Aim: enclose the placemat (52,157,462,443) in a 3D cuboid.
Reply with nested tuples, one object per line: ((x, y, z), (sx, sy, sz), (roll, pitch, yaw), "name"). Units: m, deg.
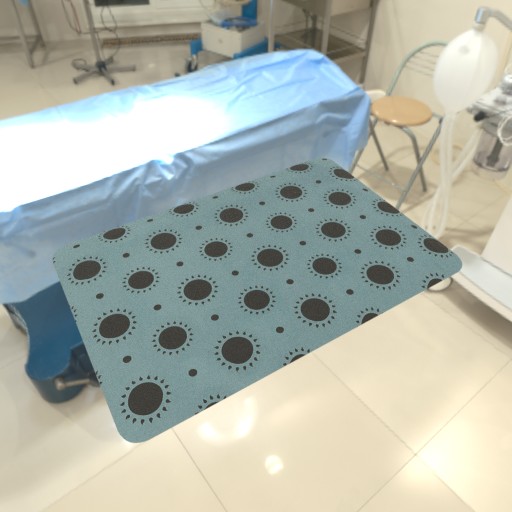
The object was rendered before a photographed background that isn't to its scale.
((0.000, 0.000, 0.957), (0.762, 0.021, 0.508), (-23, 49, -21), "placemat")
